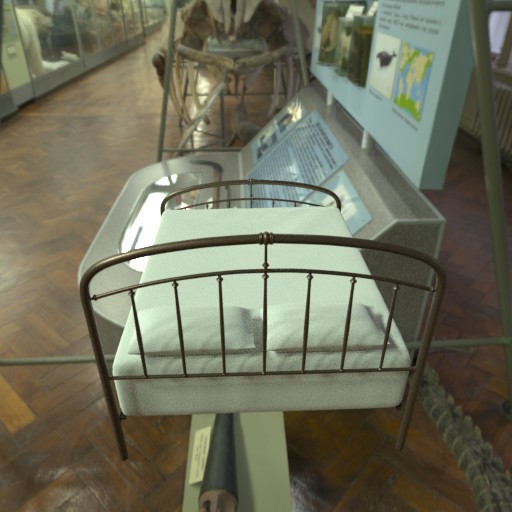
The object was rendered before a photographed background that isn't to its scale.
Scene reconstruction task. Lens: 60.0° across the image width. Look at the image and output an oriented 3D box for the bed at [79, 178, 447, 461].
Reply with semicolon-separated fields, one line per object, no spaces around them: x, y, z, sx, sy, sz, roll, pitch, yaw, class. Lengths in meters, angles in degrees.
0.000;0.000;3.175;1.711;1.475;2.168;-1;30;-2;bed
